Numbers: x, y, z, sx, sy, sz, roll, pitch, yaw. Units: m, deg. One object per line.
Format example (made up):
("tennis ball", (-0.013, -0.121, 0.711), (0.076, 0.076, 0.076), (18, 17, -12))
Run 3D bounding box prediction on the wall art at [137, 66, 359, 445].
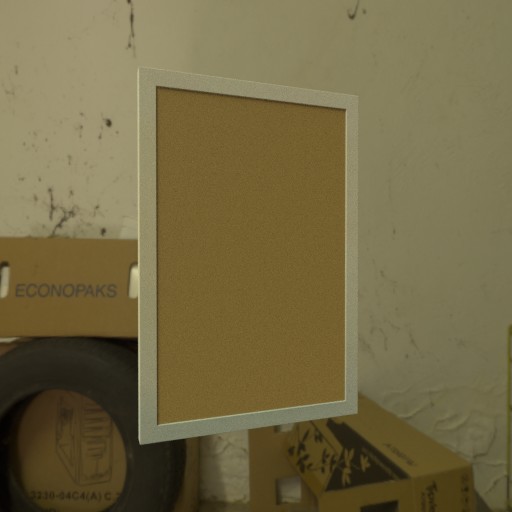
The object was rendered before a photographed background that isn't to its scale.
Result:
("wall art", (0.000, 0.000, 1.192), (0.612, 0.915, 0.039), (0, 1, -20))
